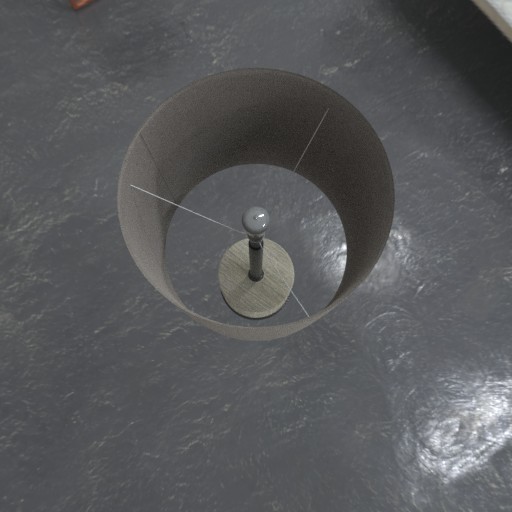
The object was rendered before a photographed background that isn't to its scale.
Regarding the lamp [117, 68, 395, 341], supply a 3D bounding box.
[{"bbox_3d":[0.000,0.000,0.591,0.229,0.470,0.229,36,79,8],"label":"lamp"}]
